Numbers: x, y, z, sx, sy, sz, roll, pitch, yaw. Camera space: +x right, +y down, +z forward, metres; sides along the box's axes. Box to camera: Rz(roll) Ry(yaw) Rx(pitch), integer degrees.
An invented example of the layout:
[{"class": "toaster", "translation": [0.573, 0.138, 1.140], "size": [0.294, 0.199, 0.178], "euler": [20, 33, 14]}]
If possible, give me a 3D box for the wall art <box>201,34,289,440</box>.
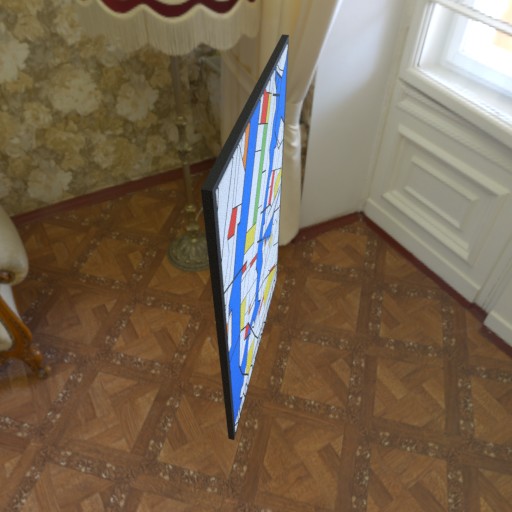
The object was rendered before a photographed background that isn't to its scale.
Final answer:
[{"class": "wall art", "translation": [0.000, 0.000, 0.863], "size": [0.013, 0.660, 0.460], "euler": [10, 47, 9]}]
